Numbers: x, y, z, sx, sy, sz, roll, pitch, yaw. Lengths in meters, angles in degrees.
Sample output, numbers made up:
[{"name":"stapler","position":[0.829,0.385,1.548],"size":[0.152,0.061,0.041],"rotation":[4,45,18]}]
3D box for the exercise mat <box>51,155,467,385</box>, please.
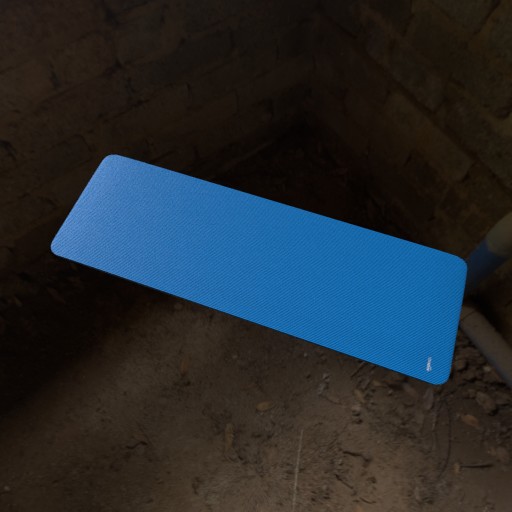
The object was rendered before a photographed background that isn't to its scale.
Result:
[{"name":"exercise mat","position":[0.000,0.000,2.059],"size":[1.869,0.021,0.616],"rotation":[18,65,9]}]
